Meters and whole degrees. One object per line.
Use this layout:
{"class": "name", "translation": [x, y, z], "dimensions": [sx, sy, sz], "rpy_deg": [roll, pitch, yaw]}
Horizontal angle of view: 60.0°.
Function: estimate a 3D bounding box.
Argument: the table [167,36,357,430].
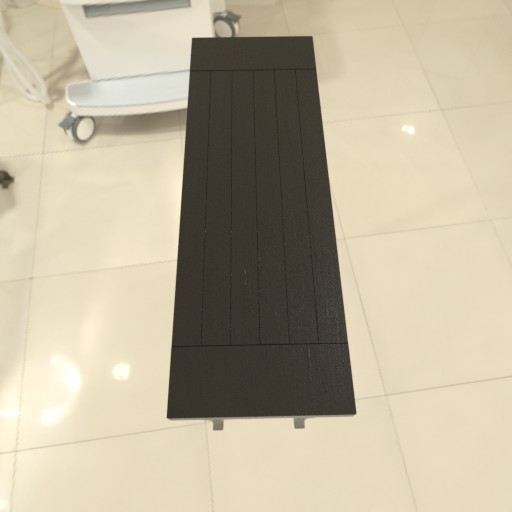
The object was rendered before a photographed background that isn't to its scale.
{"class": "table", "translation": [0.000, 0.000, 1.412], "dimensions": [0.373, 0.768, 1.062], "rpy_deg": [-1, 63, -1]}
